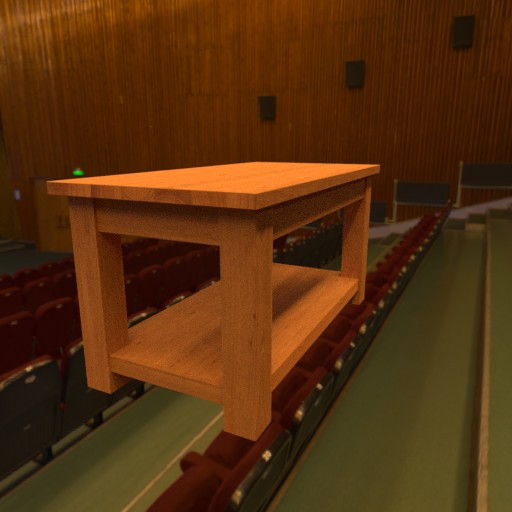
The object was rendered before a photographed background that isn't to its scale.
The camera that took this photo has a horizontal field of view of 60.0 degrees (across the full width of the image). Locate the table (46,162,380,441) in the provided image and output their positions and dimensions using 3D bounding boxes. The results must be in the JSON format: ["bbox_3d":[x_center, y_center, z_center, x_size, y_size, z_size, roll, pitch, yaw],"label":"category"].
[{"bbox_3d":[0.000,0.000,1.198,0.450,0.452,0.899,7,16,26],"label":"table"}]
